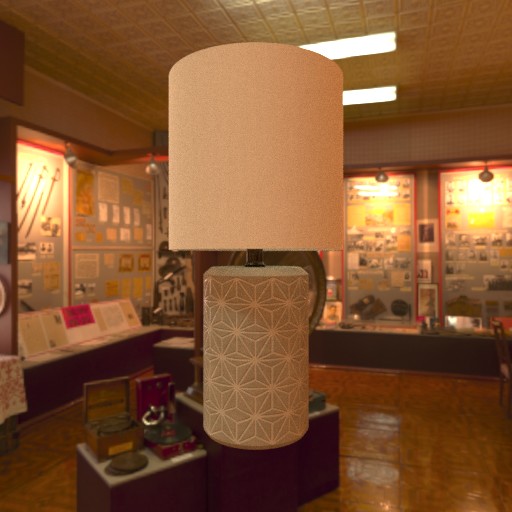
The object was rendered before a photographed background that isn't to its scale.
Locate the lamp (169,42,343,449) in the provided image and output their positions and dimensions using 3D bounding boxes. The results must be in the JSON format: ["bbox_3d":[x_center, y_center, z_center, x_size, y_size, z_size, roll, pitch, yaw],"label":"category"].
[{"bbox_3d":[0.000,0.000,0.534,0.206,0.416,0.206,0,0,20],"label":"lamp"}]
